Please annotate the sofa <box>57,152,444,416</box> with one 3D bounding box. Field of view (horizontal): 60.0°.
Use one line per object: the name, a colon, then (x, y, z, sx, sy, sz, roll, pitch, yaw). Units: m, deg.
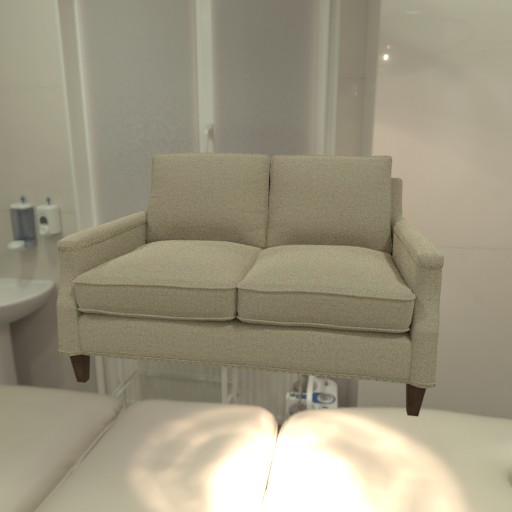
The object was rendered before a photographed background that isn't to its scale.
sofa: (0.000, 0.000, 2.233, 1.597, 1.003, 1.084, 3, 14, 10)
